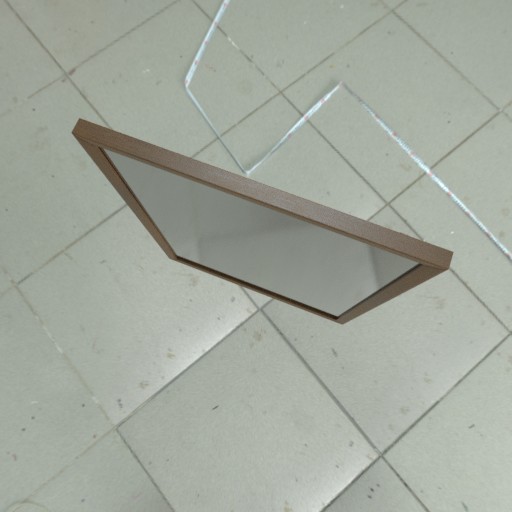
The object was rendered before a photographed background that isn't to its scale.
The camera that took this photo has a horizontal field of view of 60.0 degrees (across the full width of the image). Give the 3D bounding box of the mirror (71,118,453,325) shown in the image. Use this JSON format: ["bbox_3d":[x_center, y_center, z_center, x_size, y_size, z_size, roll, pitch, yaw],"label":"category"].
[{"bbox_3d":[0.000,0.000,1.332,0.762,1.016,0.040,21,77,5],"label":"mirror"}]
